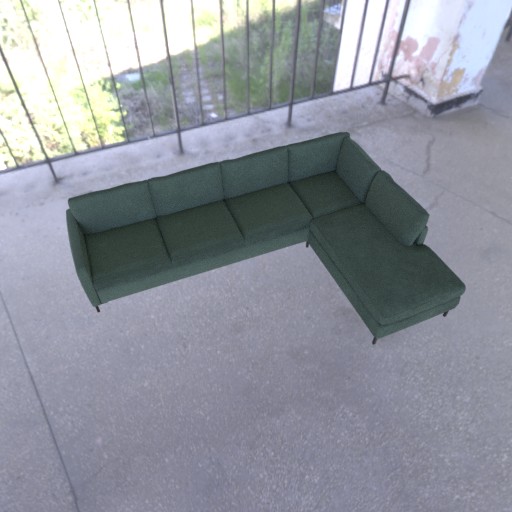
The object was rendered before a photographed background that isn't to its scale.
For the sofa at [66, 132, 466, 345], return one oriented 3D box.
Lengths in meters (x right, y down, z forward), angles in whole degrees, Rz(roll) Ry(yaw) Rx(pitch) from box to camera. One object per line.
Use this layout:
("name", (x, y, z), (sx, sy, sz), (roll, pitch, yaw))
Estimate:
("sofa", (0.000, 0.000, 3.268), (2.486, 0.687, 1.707), (-17, 50, -15))
